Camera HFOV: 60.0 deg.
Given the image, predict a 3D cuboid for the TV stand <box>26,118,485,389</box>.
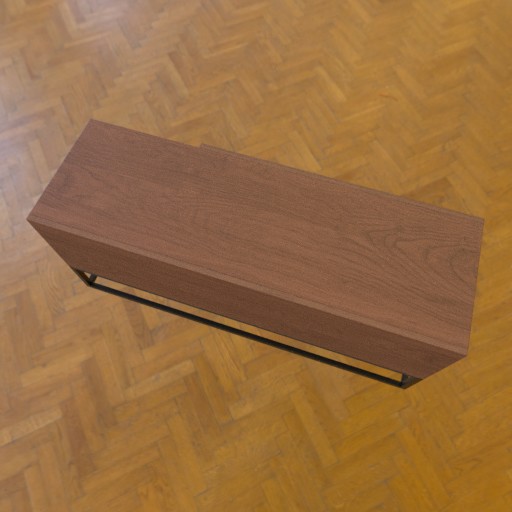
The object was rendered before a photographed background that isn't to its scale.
[{"bbox_3d":[0.000,0.000,1.449,1.200,0.500,0.415,17,65,8],"label":"TV stand"}]
